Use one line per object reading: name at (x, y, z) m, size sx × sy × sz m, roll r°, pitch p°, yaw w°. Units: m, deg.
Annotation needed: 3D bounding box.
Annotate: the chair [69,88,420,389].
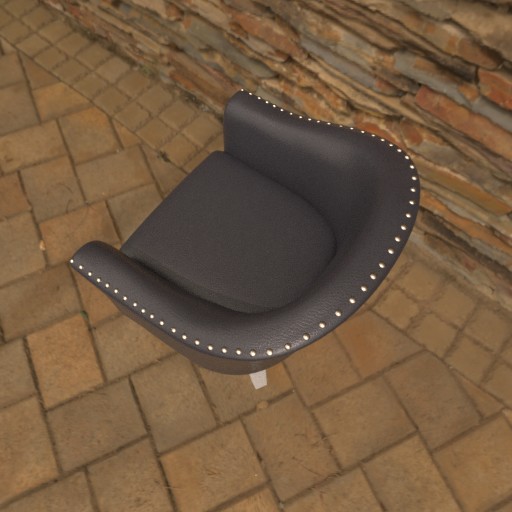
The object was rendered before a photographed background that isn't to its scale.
chair at (0.000, 0.000, 1.426) m, size 0.748 × 0.823 × 0.794 m, roll 33°, pitch 68°, yaw 15°
